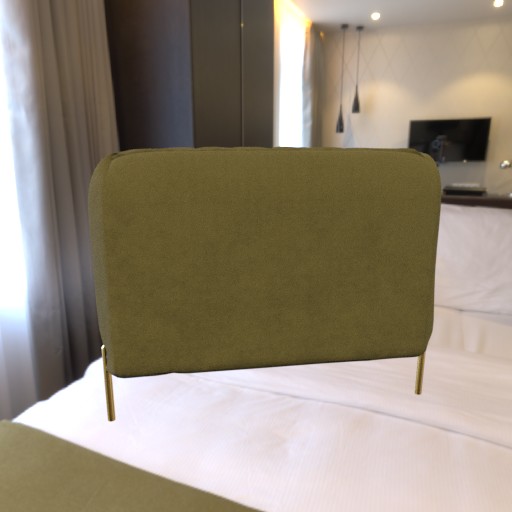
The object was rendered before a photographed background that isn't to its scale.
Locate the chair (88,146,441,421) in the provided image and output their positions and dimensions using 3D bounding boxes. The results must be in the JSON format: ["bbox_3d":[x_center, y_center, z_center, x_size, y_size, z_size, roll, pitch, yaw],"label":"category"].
[{"bbox_3d":[0.000,0.000,1.652,1.032,0.794,0.877,-2,14,-8],"label":"chair"}]
